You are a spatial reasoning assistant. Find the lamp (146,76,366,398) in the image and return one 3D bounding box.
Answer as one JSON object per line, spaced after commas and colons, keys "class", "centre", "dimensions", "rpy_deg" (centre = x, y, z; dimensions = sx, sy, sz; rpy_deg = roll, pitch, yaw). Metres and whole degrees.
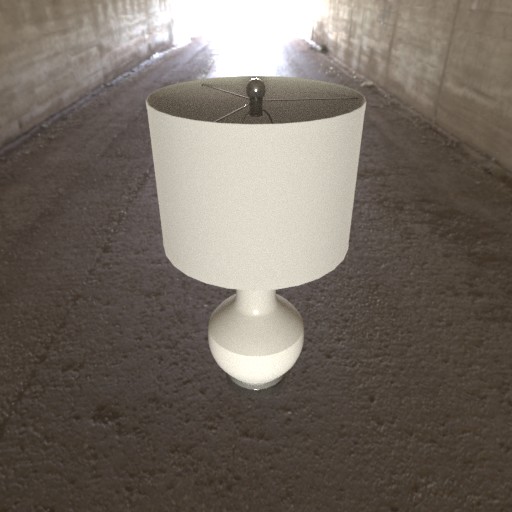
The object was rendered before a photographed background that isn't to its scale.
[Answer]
{"class": "lamp", "centre": [0.000, 0.000, 0.892], "dimensions": [0.357, 0.673, 0.357], "rpy_deg": [-21, 37, -30]}
